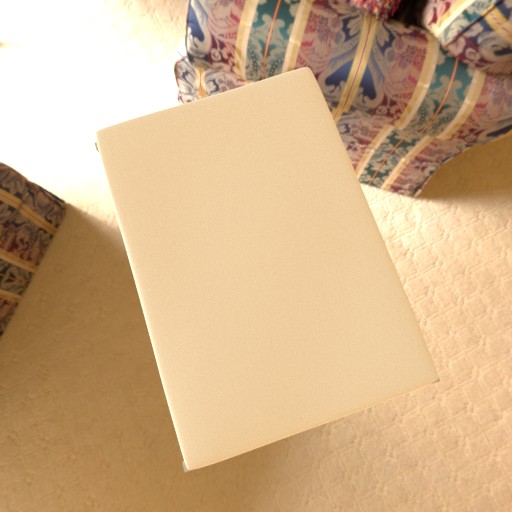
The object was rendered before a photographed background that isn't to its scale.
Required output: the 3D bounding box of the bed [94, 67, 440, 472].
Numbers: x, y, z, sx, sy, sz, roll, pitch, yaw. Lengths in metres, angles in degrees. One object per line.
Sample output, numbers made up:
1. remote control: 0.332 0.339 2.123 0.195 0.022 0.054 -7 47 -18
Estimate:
1. bed: 0.000 0.000 2.588 1.460 0.510 1.985 -18 77 -4
